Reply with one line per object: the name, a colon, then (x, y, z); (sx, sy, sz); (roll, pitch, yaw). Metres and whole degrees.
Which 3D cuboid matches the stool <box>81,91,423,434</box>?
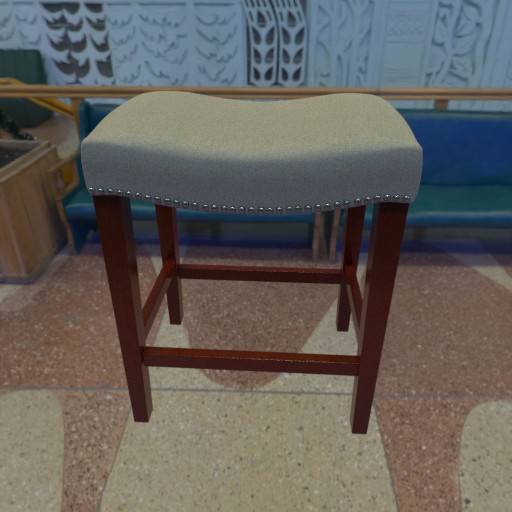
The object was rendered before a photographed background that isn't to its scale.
stool: (0.000, 0.000, 0.935); (0.509, 0.632, 0.375); (2, 30, 3)
